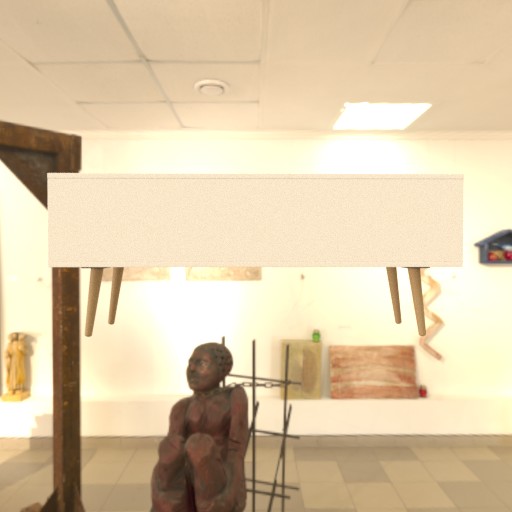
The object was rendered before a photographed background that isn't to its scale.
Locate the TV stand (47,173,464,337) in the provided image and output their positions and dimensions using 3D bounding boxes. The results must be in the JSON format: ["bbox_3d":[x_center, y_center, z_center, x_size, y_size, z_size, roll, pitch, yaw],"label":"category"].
[{"bbox_3d":[0.000,0.000,1.691,1.398,0.560,0.401,0,1,-1],"label":"TV stand"}]
